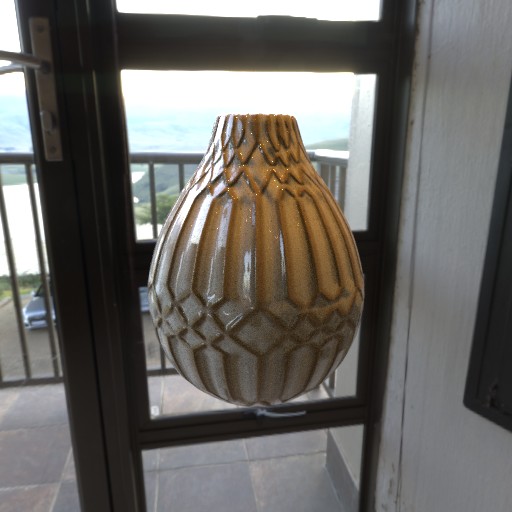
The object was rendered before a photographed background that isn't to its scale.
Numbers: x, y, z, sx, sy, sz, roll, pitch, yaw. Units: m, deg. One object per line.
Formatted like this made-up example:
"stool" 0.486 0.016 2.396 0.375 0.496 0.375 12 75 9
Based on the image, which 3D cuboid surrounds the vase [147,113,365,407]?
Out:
"vase" 0.000 0.000 0.328 0.159 0.200 0.159 0 16 0
